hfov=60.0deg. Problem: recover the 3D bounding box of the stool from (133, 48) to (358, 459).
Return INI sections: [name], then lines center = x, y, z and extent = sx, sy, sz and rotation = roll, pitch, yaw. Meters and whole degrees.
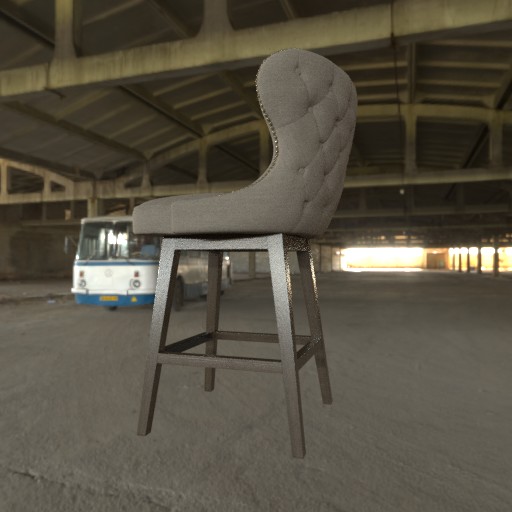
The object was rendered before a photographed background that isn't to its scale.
[stool]
center = 0.000, 0.000, 1.333
extent = 0.597, 0.972, 0.615
rotation = 0, -1, 19
